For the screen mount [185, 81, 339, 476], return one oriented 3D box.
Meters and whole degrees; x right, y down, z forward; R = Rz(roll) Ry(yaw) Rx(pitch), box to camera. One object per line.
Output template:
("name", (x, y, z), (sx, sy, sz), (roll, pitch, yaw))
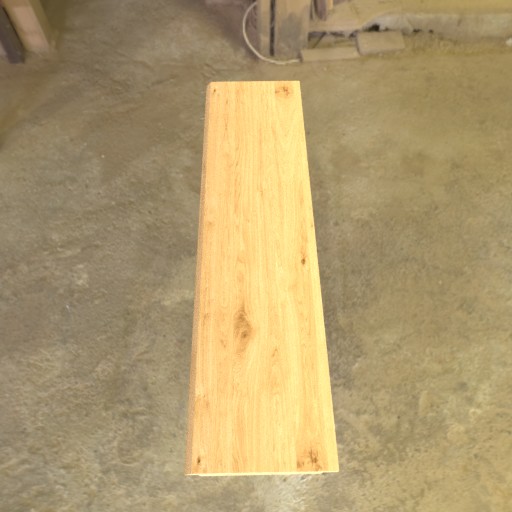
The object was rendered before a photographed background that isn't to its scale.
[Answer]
("screen mount", (0.000, 0.000, 1.893), (0.450, 0.430, 1.700), (-1, 60, -1))
